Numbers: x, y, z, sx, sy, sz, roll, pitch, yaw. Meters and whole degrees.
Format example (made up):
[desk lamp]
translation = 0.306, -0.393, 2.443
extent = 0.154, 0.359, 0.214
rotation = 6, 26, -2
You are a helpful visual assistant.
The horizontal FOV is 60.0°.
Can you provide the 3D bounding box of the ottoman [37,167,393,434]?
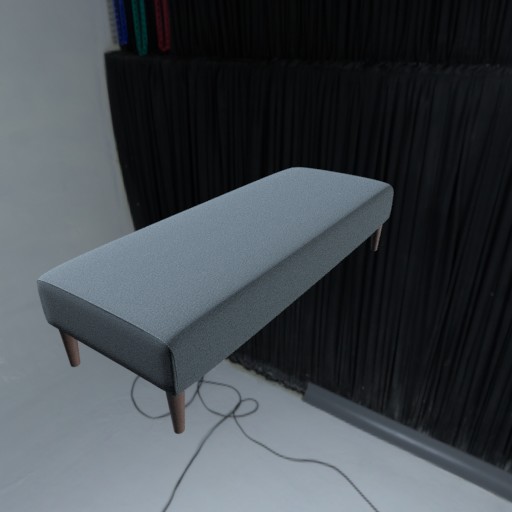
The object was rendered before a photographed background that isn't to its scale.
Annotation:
[ottoman]
translation = 0.000, 0.000, 1.914
extent = 0.646, 0.393, 1.609
rotation = 17, 31, 31
